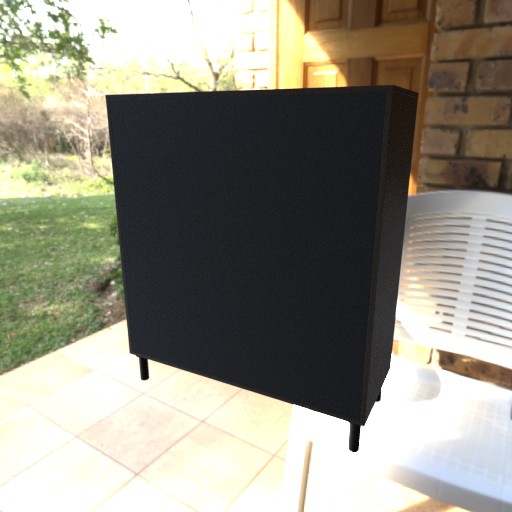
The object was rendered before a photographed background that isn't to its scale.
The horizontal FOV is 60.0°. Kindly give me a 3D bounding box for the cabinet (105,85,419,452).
[{"bbox_3d":[0.000,0.000,1.700,1.010,1.170,0.400,9,19,27],"label":"cabinet"}]
